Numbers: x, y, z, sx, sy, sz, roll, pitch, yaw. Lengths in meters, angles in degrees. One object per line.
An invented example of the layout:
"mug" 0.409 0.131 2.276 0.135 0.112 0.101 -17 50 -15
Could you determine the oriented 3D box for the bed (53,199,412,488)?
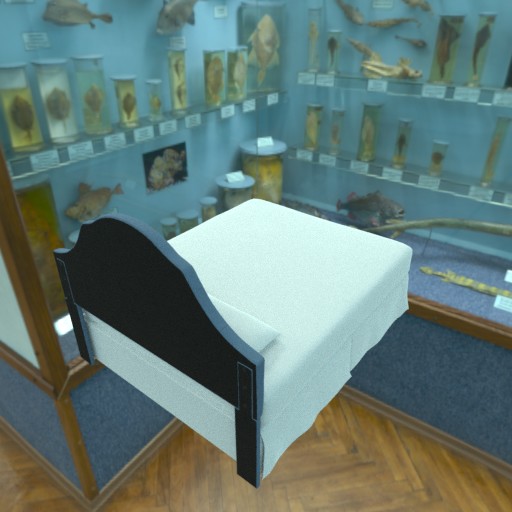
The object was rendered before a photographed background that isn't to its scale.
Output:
"bed" 0.000 0.000 3.785 2.039 1.617 2.477 22 37 32
